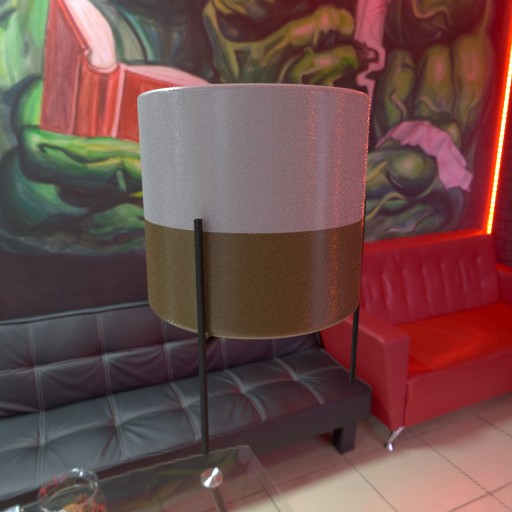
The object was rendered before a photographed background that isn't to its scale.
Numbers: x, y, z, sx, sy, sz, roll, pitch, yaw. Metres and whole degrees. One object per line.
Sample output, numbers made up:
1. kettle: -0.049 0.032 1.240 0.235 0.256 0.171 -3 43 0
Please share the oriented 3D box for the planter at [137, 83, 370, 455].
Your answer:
1. planter: 0.000 0.000 0.637 0.310 0.432 0.310 2 14 7
